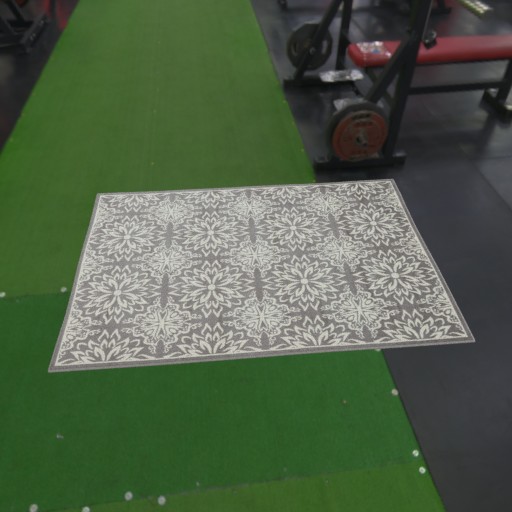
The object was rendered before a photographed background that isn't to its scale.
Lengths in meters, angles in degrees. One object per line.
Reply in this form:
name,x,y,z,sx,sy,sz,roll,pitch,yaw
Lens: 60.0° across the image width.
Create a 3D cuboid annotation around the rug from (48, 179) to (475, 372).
rug,0.000,0.000,2.330,1.847,0.012,1.224,-3,45,-3
